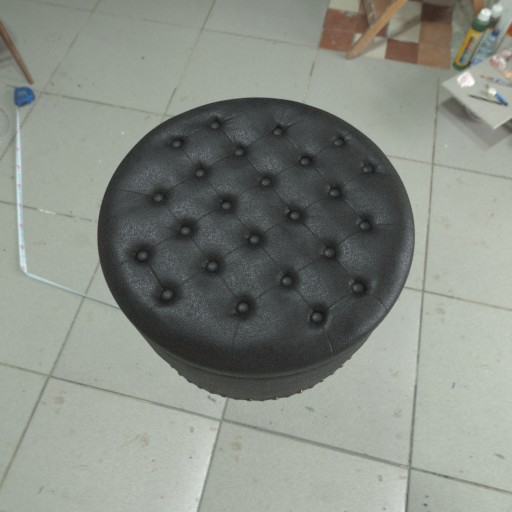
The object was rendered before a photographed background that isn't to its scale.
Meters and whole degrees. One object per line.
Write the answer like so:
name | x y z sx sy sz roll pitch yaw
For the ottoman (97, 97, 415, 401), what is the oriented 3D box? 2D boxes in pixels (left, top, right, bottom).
ottoman | 0.000 0.000 1.062 0.637 0.442 0.637 0 63 0
